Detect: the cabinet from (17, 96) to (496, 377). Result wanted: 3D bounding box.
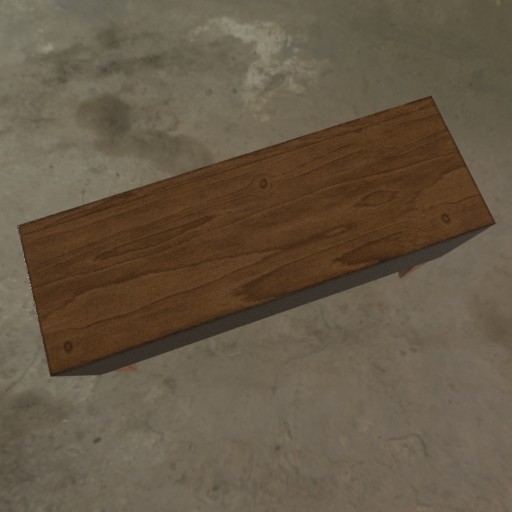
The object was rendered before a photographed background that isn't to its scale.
[{"bbox_3d":[0.000,0.000,1.722,1.363,0.802,0.477,-18,76,-5],"label":"cabinet"}]
